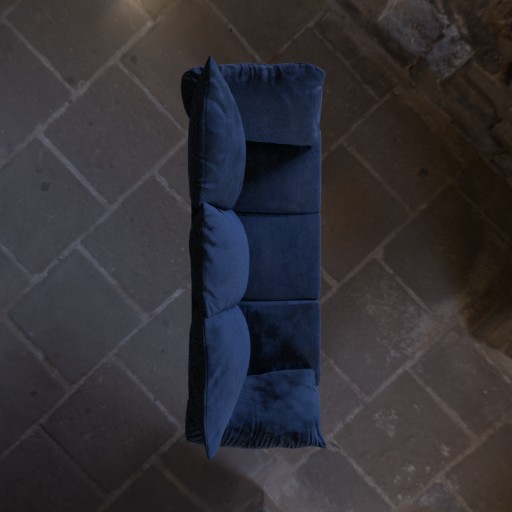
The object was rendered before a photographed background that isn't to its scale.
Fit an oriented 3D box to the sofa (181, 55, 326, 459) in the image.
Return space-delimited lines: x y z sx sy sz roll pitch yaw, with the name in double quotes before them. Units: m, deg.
"sofa" 0.000 0.000 2.890 0.907 1.091 2.390 0 91 -1
